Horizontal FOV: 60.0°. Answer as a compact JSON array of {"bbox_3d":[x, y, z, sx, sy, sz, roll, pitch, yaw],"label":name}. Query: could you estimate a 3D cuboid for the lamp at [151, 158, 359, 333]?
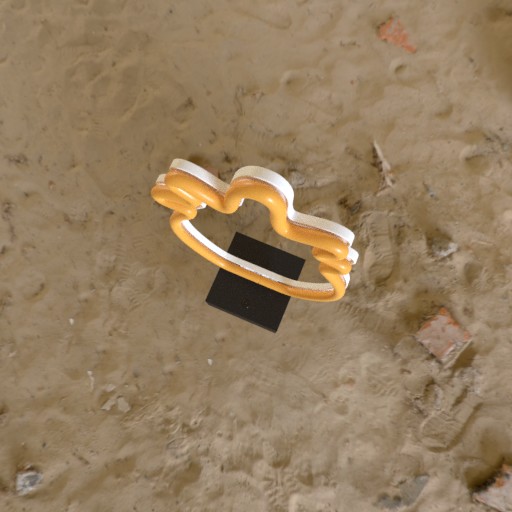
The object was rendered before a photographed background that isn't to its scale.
[{"bbox_3d":[0.000,0.000,0.386,0.167,0.317,0.088,22,78,5],"label":"lamp"}]
